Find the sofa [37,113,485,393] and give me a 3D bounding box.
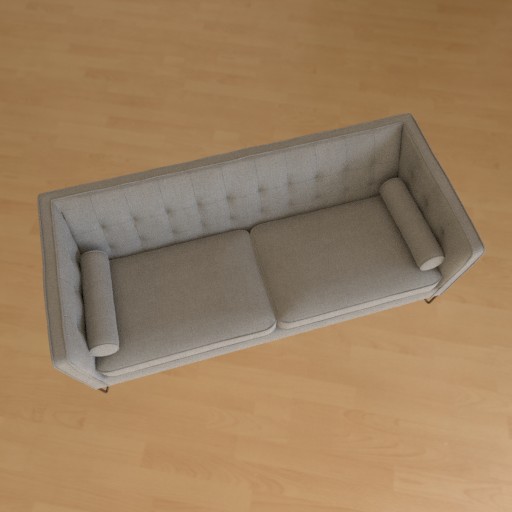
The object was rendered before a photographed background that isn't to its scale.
[{"bbox_3d":[0.000,0.000,2.516,2.079,0.798,0.912,-14,65,-7],"label":"sofa"}]
